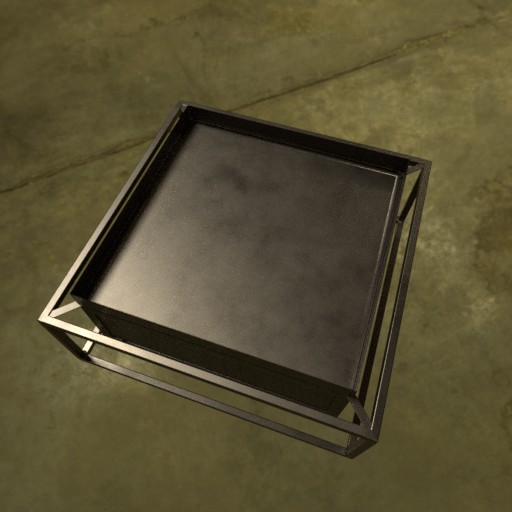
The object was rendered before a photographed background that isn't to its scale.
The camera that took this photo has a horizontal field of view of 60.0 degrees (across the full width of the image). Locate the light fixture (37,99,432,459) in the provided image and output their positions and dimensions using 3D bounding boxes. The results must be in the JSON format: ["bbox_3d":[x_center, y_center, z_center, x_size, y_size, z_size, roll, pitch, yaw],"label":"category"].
[{"bbox_3d":[0.000,0.000,0.693,0.441,0.191,0.441,17,60,10],"label":"light fixture"}]
